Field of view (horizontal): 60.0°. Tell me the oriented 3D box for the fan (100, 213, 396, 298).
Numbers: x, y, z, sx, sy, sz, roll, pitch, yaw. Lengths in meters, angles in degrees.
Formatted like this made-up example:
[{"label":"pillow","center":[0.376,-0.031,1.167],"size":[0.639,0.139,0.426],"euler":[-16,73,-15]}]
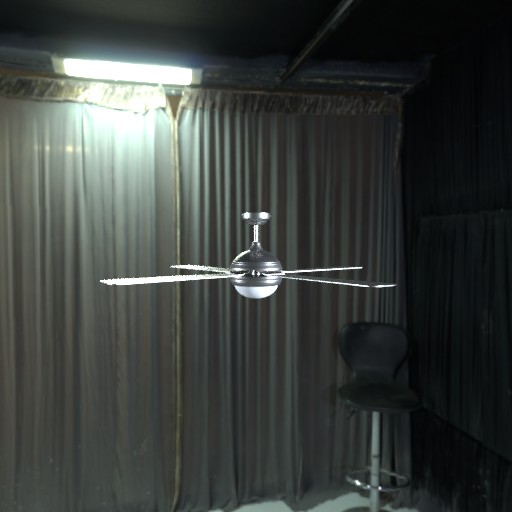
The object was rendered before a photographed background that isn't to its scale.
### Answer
[{"label":"fan","center":[0.000,0.000,1.994],"size":[1.321,0.381,1.321],"euler":[-1,2,-18]}]
